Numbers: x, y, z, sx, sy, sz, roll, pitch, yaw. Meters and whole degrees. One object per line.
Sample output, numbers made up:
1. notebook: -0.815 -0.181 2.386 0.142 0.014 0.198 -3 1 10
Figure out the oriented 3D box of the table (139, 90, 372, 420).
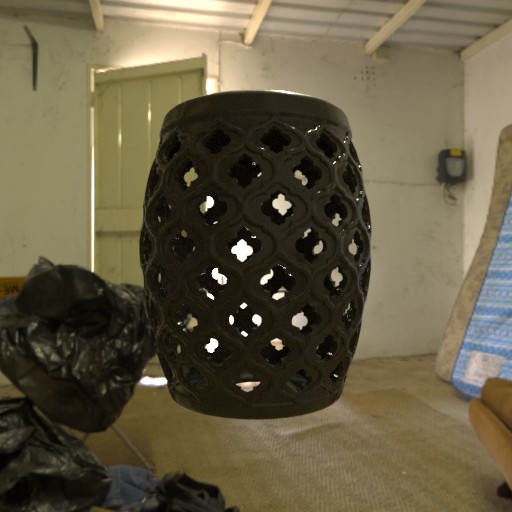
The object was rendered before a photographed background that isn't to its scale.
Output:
1. table: 0.000 0.000 0.640 0.325 0.388 0.325 0 0 0
